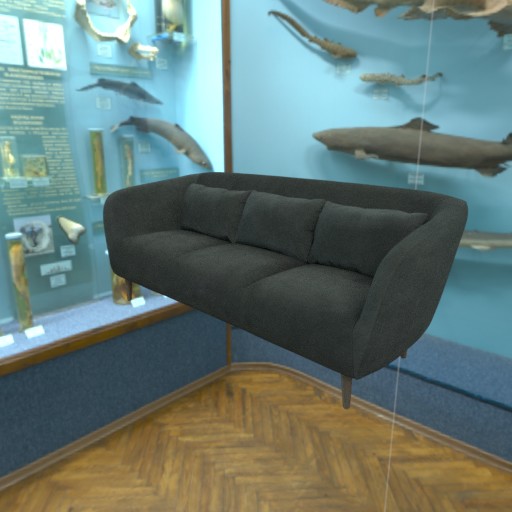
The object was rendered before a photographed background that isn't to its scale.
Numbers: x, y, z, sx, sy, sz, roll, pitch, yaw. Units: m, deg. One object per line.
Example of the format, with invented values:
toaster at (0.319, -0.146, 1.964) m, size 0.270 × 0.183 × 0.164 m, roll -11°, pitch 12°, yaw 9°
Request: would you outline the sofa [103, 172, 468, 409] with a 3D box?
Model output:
sofa at (0.000, 0.000, 2.686) m, size 2.296 × 0.875 × 0.956 m, roll 15°, pitch 21°, yaw 43°
